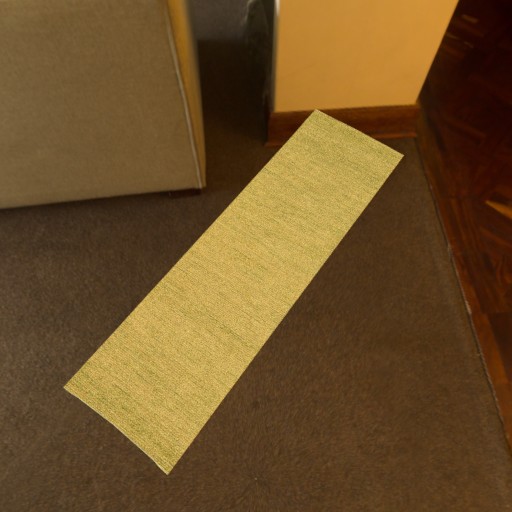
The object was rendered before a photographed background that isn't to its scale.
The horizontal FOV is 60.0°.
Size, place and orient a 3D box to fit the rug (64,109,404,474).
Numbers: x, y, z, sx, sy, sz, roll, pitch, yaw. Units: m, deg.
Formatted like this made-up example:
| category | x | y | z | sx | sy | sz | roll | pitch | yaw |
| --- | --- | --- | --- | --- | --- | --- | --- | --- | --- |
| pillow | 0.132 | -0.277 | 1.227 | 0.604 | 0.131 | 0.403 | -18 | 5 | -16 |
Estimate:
| category | x | y | z | sx | sy | sz | roll | pitch | yaw |
| --- | --- | --- | --- | --- | --- | --- | --- | --- | --- |
| rug | 0.000 | 0.000 | 2.561 | 0.686 | 0.013 | 2.340 | 33 | 68 | 15 |
